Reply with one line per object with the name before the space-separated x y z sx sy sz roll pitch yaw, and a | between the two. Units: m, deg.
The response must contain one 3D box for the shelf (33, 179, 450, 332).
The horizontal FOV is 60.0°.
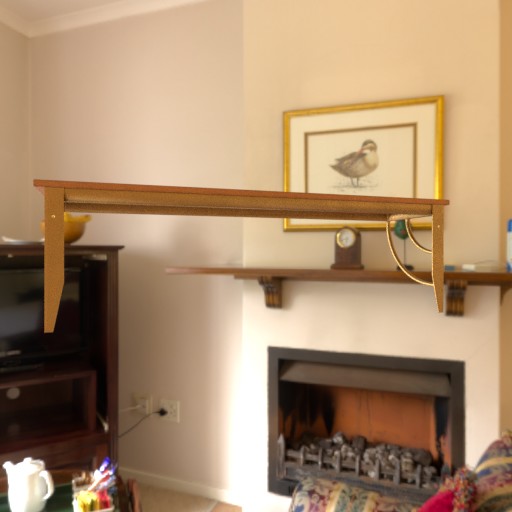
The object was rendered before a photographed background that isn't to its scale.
shelf | 0.000 0.000 0.727 0.636 0.190 0.166 0 0 -19
